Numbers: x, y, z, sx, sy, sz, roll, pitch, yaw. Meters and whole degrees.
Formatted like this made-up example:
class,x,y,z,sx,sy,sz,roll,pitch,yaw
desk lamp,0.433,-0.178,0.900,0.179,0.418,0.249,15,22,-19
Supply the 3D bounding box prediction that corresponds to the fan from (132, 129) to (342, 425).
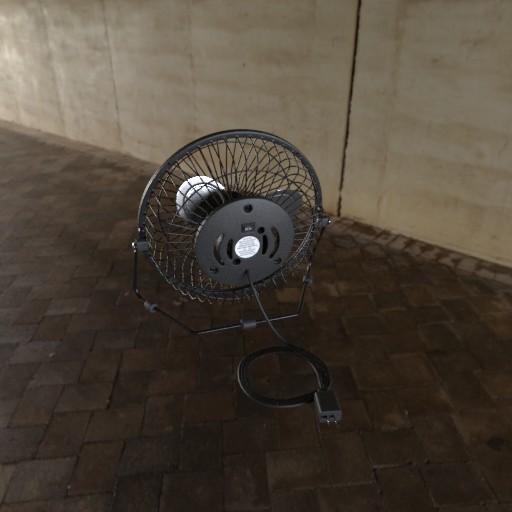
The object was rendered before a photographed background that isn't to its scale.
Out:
class,x,y,z,sx,sy,sz,roll,pitch,yaw
fan,0.000,0.000,0.377,0.209,0.188,0.227,-8,29,-15
